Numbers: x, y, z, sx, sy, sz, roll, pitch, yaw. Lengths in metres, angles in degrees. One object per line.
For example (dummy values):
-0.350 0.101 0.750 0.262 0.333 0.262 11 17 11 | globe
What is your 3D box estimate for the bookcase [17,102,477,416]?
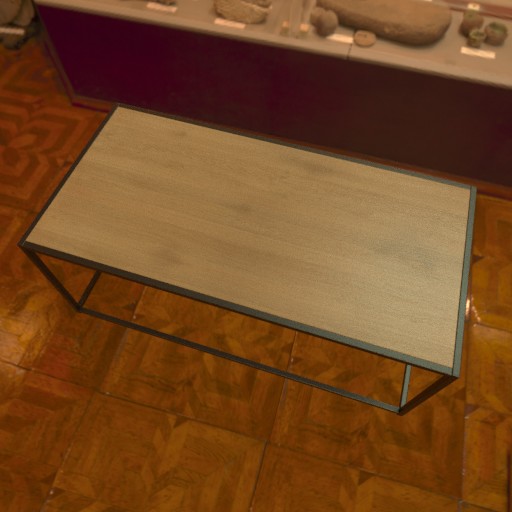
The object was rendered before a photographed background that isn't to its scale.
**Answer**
0.000 0.000 1.235 1.000 0.400 0.500 16 61 9 | bookcase
